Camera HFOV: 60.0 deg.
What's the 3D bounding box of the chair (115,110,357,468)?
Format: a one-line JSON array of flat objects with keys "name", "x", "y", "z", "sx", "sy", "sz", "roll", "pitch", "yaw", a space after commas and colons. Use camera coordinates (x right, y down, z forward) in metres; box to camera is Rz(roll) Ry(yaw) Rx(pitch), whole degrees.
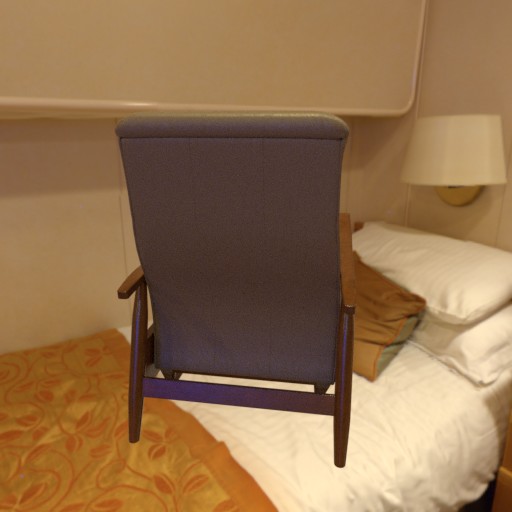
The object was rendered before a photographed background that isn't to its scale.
[{"name": "chair", "x": 0.000, "y": 0.000, "z": 1.769, "sx": 0.762, "sy": 1.082, "sz": 1.014, "roll": 3, "pitch": 17, "yaw": 9}]
